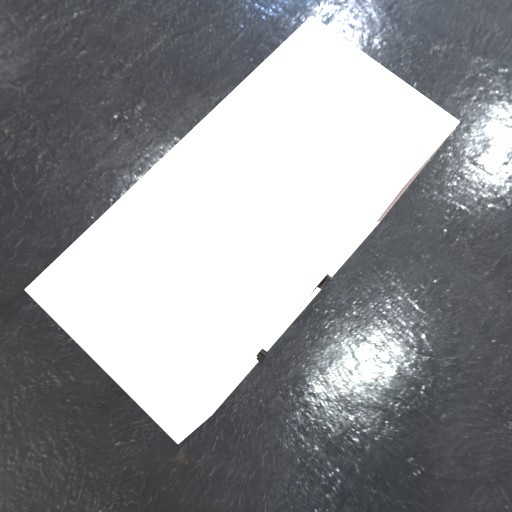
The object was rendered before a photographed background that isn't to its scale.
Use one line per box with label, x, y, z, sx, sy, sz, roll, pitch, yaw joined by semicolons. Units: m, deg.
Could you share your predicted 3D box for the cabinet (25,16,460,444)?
cabinet;0.000;0.000;1.202;0.398;0.761;0.800;41;79;10
